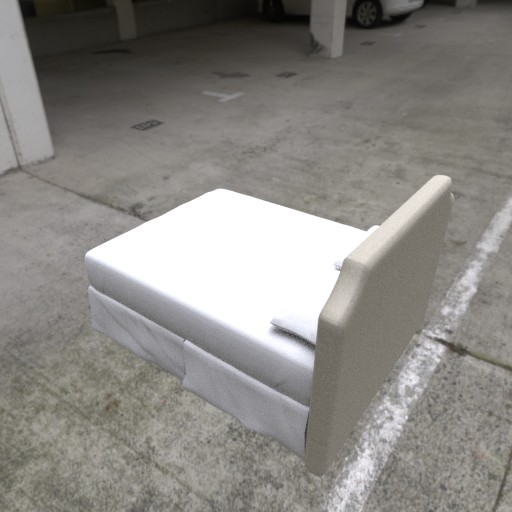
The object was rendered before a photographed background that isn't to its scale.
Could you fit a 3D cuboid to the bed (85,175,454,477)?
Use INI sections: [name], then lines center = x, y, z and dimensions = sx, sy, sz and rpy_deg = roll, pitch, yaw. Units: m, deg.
[bed]
center = 0.000, 0.000, 3.176
dimensions = 2.116, 1.290, 1.693
rpy_deg = 21, 37, 31
